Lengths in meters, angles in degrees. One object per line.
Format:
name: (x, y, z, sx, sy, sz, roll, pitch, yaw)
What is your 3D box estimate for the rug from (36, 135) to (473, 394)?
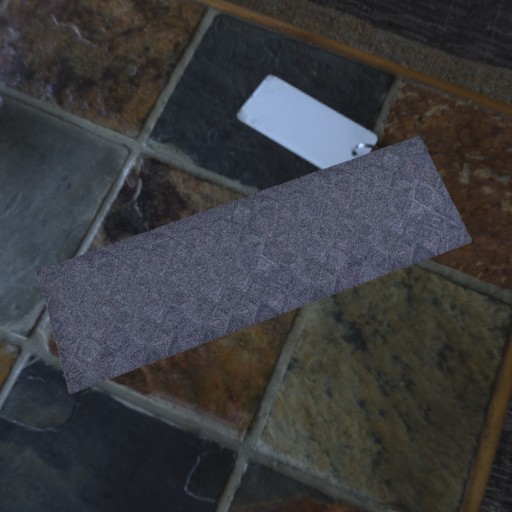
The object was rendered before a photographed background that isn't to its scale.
rug: (0.000, 0.000, 2.421, 2.296, 0.011, 0.691, -20, 78, -4)
